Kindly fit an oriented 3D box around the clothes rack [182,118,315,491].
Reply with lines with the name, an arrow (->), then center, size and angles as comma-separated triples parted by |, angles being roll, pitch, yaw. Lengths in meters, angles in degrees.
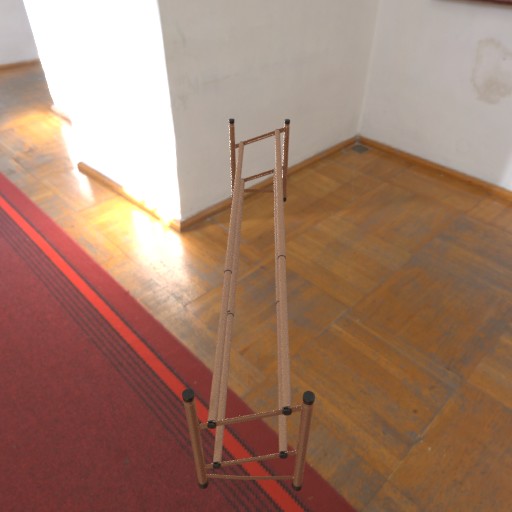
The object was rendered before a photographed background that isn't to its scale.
clothes rack -> 0.000, 0.000, 1.298 | 0.229, 0.349, 1.168 | 1, 40, 1
